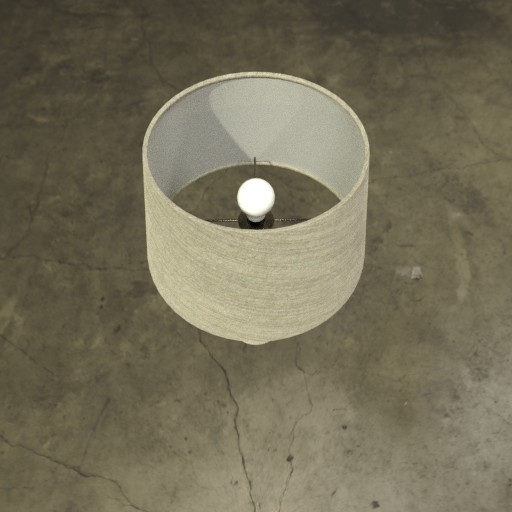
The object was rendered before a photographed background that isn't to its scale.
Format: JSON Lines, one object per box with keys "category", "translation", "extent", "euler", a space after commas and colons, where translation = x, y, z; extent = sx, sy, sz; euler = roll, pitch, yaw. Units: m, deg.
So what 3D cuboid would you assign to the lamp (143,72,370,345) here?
{"category": "lamp", "translation": [0.000, 0.000, 0.848], "extent": [0.390, 0.580, 0.390], "euler": [0, 57, 0]}
